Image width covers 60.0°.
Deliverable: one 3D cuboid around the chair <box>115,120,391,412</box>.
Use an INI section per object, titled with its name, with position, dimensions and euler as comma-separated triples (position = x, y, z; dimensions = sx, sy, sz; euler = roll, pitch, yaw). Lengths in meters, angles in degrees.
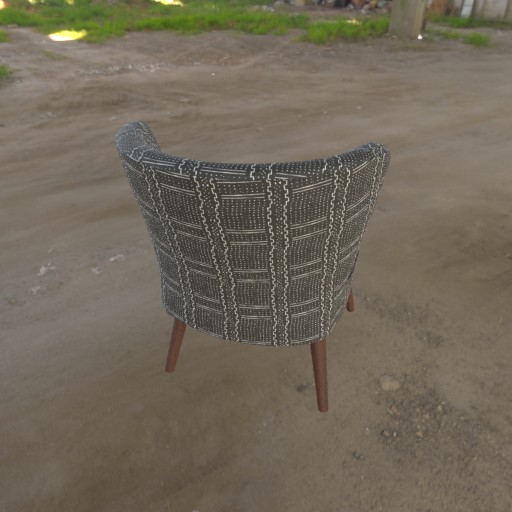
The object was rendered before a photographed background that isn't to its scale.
[chair]
position = 0.000, 0.000, 1.399
dimensions = 0.710, 0.866, 0.758
euler = 10, 34, 15
